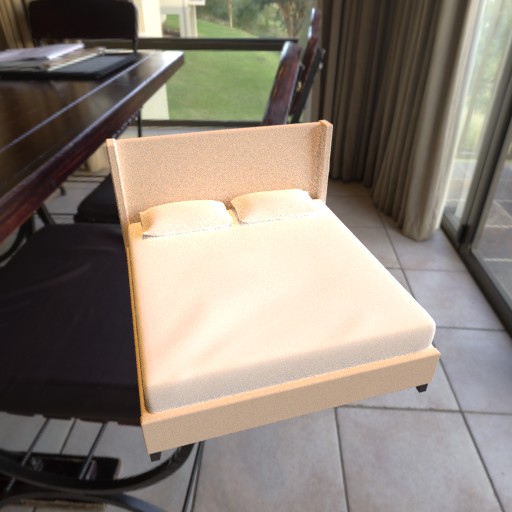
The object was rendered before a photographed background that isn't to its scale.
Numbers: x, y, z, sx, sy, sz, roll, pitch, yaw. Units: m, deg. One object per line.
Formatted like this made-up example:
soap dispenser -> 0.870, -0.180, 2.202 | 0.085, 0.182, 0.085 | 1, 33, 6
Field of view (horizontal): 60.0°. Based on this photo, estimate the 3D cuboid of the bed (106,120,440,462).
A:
bed -> 0.000, 0.000, 3.707 | 2.145, 1.471, 2.293 | -9, 34, -14
